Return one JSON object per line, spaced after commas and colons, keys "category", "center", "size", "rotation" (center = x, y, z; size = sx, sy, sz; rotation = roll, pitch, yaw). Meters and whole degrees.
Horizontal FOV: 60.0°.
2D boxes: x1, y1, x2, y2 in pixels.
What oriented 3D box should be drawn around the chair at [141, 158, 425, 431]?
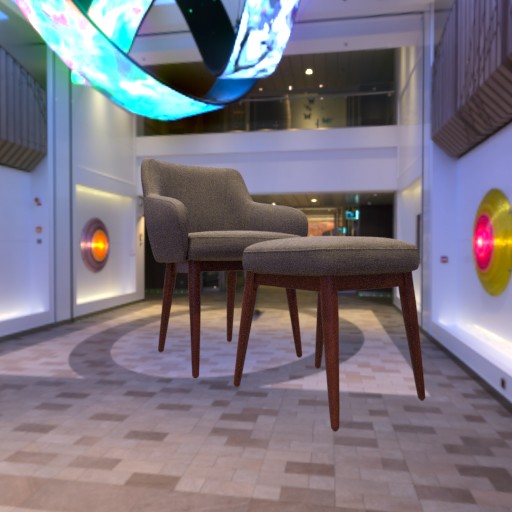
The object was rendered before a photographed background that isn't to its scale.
{"category": "chair", "center": [0.000, 0.000, 1.567], "size": [0.584, 0.799, 1.107], "rotation": [-1, 1, -37]}
